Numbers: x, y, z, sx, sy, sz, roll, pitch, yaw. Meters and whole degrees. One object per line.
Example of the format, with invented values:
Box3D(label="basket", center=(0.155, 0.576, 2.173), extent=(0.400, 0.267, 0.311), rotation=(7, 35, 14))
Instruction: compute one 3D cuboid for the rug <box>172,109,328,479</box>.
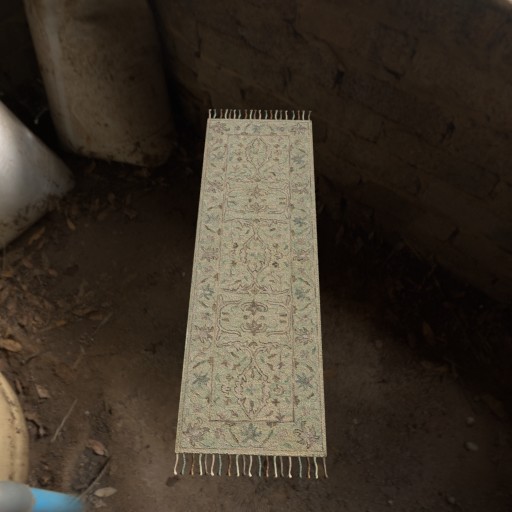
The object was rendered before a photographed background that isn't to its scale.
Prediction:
Box3D(label="rug", center=(0.000, 0.000, 2.734), extent=(0.769, 0.013, 2.440), rotation=(1, 63, 1))
